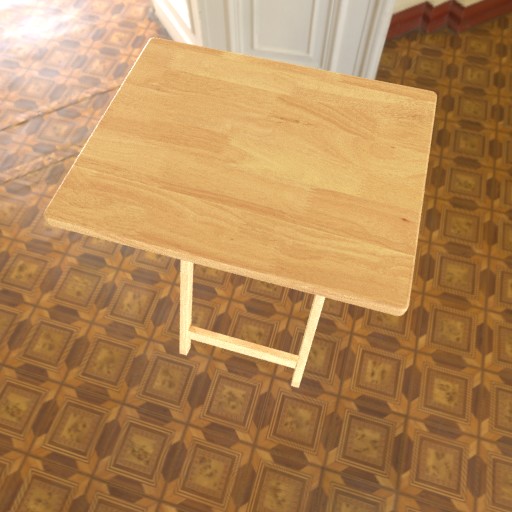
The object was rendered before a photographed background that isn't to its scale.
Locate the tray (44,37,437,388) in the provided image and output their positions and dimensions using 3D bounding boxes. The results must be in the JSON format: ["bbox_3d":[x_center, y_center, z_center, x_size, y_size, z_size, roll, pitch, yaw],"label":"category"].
[{"bbox_3d":[0.000,0.000,0.928,0.483,0.660,0.381,14,63,7],"label":"tray"}]
